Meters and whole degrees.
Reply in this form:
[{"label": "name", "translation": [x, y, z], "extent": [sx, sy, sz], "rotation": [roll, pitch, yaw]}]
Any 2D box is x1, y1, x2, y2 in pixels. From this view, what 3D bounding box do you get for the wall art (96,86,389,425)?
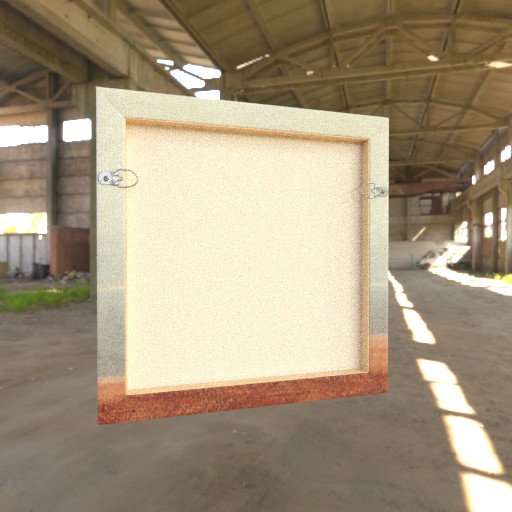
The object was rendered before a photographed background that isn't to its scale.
[{"label": "wall art", "translation": [0.000, 0.000, 0.599], "extent": [0.405, 0.405, 0.023], "rotation": [0, 1, -18]}]
